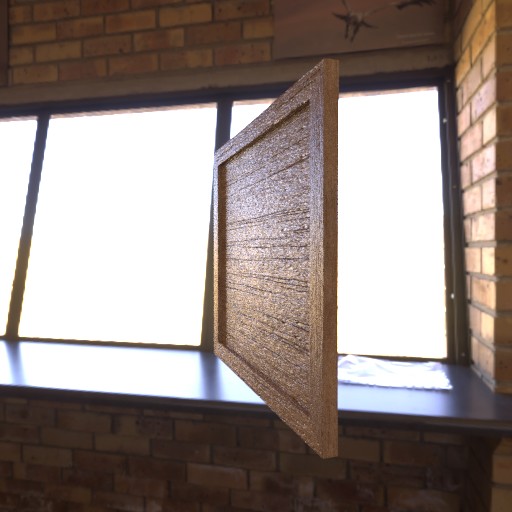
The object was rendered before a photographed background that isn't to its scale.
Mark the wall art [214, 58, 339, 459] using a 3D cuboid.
[{"bbox_3d":[0.000,0.000,0.980,0.026,0.588,0.690,0,1,-19],"label":"wall art"}]
